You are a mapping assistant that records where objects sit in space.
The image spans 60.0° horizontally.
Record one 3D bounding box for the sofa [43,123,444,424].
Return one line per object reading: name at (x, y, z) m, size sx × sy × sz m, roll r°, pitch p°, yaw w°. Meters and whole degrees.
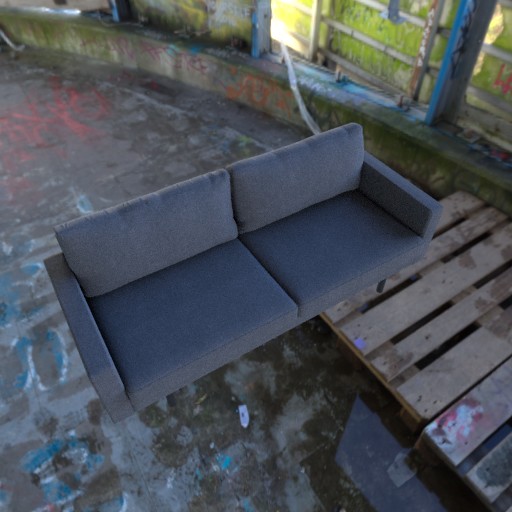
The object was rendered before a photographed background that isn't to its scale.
sofa at (0.000, 0.000, 2.570) m, size 2.100 × 0.880 × 0.880 m, roll -24°, pitch 51°, yaw -21°
